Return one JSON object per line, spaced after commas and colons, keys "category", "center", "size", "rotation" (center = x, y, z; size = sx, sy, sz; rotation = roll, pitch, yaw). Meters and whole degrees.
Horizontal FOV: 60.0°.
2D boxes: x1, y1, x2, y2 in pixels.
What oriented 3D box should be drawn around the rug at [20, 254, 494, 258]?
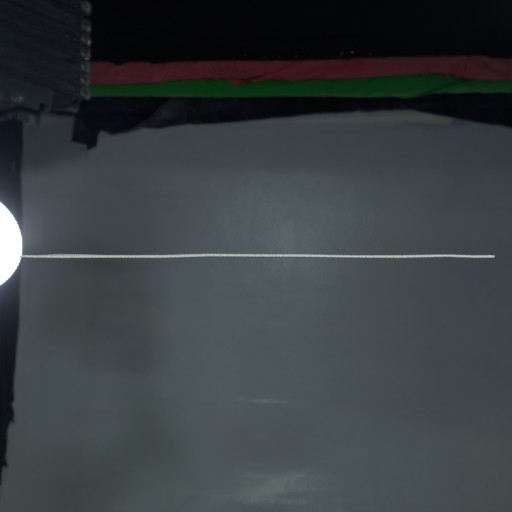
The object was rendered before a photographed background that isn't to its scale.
{"category": "rug", "center": [0.000, 0.000, 1.058], "size": [0.869, 0.008, 0.511], "rotation": [0, 0, 0]}
